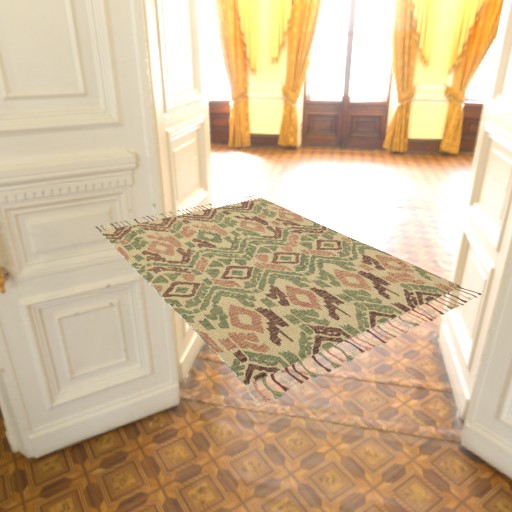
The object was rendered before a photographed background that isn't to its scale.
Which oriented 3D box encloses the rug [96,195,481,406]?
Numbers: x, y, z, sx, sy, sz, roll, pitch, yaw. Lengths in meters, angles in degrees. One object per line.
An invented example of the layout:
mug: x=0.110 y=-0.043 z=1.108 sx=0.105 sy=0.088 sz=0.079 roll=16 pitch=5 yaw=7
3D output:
rug: x=0.000 y=0.000 z=2.353 sx=1.219 sy=0.010 sz=1.829 roll=-16 pitch=29 yaw=-31
